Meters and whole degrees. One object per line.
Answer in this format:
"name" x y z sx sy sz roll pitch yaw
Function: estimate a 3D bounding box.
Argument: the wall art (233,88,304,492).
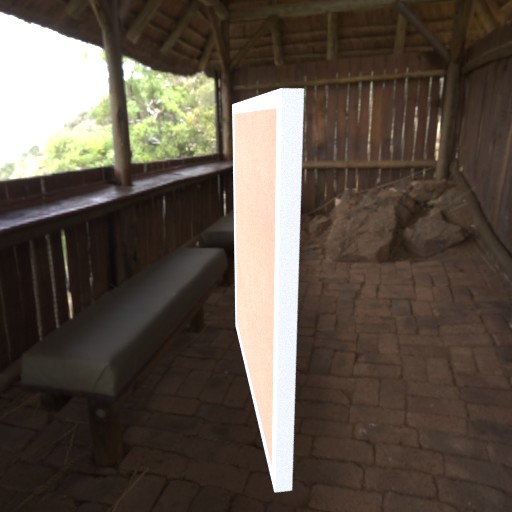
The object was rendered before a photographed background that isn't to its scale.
"wall art" 0.000 0.000 1.139 0.036 0.760 0.760 -2 17 -8
